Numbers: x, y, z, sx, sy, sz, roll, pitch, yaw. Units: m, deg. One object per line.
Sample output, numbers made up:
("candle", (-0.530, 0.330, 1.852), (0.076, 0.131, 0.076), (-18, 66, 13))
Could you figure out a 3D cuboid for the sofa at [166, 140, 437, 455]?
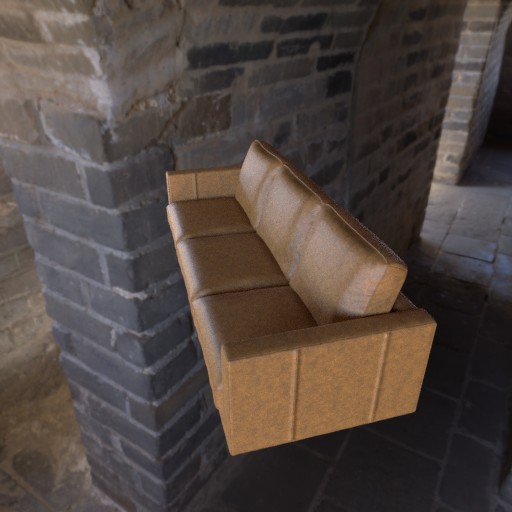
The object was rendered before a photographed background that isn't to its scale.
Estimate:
("sofa", (0.000, 0.000, 2.726), (0.903, 0.930, 2.231), (-8, 30, -14))
